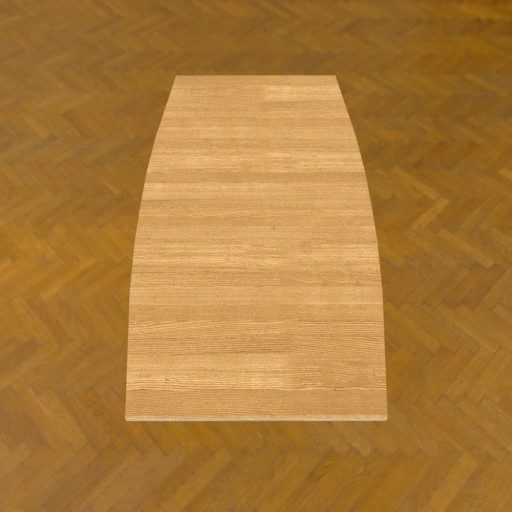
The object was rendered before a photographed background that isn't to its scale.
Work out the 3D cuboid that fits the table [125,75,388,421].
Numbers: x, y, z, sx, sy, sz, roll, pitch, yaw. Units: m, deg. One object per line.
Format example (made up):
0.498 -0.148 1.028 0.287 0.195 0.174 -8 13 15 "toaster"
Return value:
0.000 0.000 2.043 0.900 0.748 1.598 0 58 0 "table"
